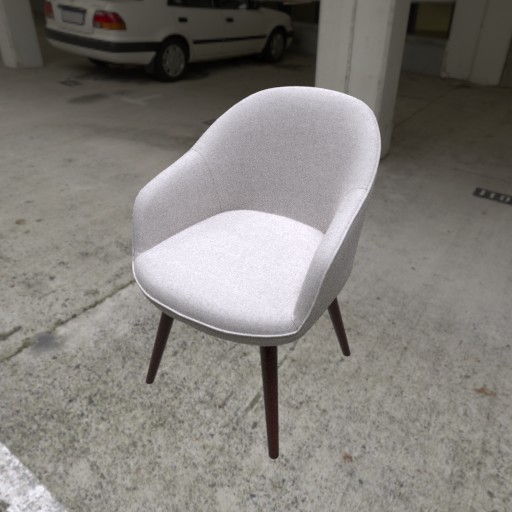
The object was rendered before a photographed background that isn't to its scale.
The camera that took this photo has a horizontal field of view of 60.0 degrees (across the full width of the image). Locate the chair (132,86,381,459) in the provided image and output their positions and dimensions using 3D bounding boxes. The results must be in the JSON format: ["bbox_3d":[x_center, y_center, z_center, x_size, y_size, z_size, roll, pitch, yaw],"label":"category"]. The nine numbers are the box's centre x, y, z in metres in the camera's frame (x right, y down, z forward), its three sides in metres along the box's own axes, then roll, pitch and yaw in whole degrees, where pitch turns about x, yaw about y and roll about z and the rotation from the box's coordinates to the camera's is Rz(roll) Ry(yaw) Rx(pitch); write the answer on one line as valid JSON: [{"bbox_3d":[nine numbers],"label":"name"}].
[{"bbox_3d":[0.000,0.000,1.265,0.596,0.823,0.635,19,36,29],"label":"chair"}]
